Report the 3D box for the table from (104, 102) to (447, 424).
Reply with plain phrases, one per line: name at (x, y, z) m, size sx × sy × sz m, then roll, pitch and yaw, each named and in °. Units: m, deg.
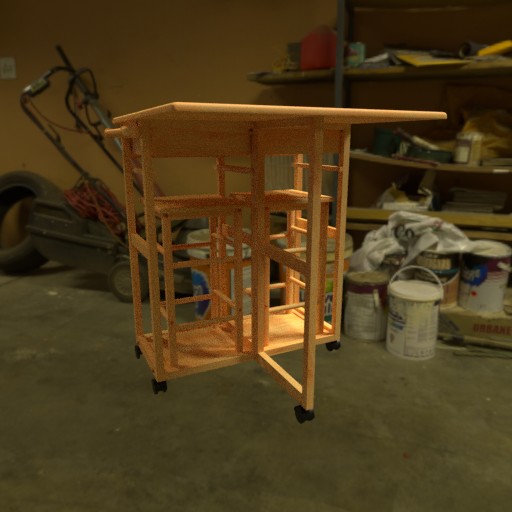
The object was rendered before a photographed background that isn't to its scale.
table at (0.000, 0.000, 1.374) m, size 0.752 × 0.832 × 0.693 m, roll -7°, pitch 16°, yaw -25°
